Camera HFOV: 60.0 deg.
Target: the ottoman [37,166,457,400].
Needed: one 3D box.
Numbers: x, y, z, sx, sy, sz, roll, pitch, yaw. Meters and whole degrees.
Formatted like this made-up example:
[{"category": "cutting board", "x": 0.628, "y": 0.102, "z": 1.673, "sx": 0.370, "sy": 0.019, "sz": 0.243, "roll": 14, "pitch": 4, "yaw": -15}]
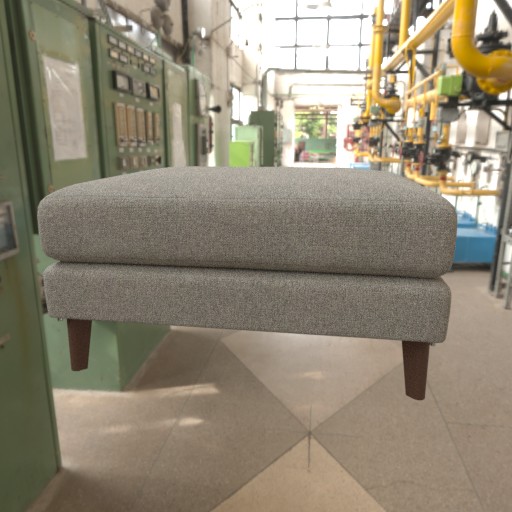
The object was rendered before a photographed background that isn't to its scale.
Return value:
[{"category": "ottoman", "x": 0.000, "y": 0.000, "z": 1.151, "sx": 0.821, "sy": 0.441, "sz": 0.611, "roll": 2, "pitch": 15, "yaw": 9}]
